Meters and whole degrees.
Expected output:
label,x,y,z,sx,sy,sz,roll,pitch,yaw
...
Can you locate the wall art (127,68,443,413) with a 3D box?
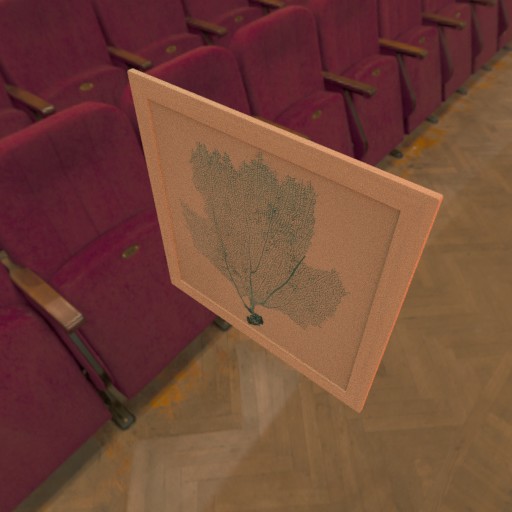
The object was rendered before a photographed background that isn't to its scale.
label,x,y,z,sx,sy,sz,roll,pitch,yaw
wall art,0.000,0.000,0.877,0.584,0.584,0.013,30,53,26
